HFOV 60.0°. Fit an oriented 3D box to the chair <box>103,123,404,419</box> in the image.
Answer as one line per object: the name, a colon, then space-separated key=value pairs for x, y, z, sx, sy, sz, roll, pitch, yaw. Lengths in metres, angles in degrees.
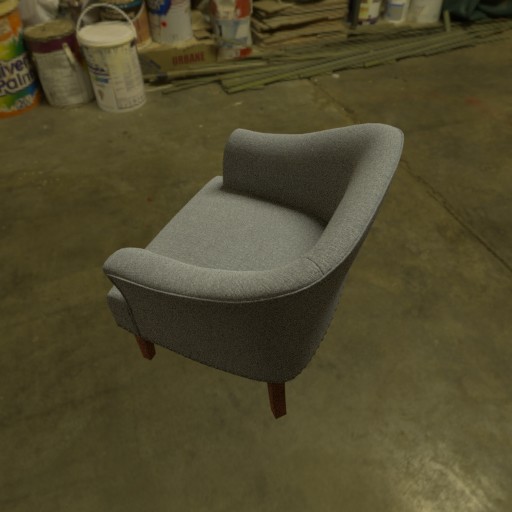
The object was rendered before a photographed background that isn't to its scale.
chair: x=0.000 y=0.000 z=1.440 sx=0.704 sy=0.815 sz=0.798 roll=19 pitch=48 yaw=18
